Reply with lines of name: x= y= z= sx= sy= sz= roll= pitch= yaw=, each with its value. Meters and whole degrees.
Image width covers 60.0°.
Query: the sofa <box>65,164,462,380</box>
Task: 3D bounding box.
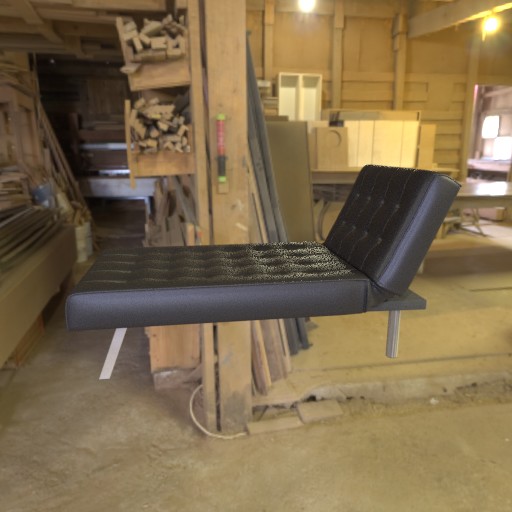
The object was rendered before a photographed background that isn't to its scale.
sofa: x=0.000 y=0.000 z=2.093 sx=1.560 sy=0.820 sz=0.760 roll=-2 pitch=14 yaw=-9
